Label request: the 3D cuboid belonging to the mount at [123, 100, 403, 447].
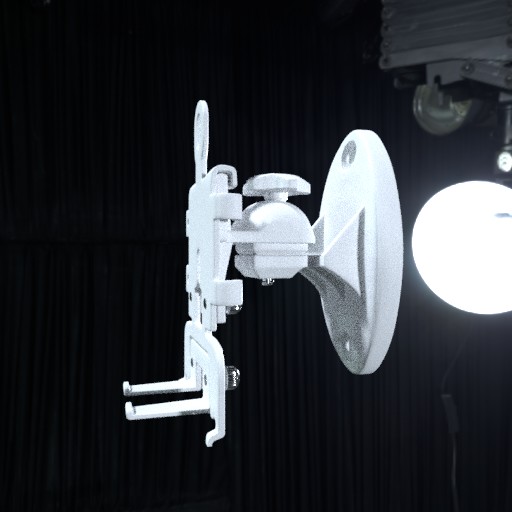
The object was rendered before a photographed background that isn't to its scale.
[{"bbox_3d":[0.000,0.000,0.176,0.100,0.118,0.066,0,0,-18],"label":"mount"}]
